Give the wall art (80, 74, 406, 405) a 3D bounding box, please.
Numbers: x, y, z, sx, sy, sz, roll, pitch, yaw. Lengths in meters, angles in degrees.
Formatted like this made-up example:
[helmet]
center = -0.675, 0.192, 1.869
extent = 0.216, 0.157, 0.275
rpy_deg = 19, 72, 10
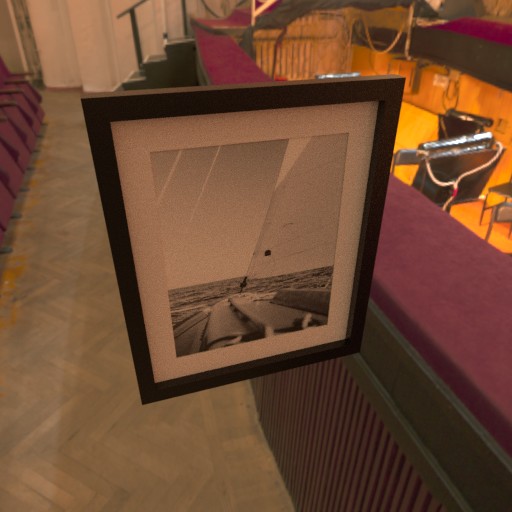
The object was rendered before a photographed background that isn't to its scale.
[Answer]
[wall art]
center = 0.000, 0.000, 0.762
extent = 0.461, 0.558, 0.031
rpy_deg = -10, 33, -15
